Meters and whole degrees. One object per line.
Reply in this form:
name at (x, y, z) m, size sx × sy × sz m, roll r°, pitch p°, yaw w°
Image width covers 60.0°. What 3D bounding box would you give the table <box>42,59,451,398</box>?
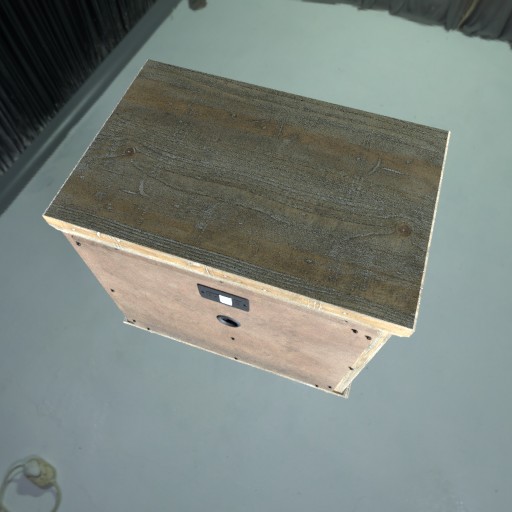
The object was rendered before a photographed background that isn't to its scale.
table at (0.000, 0.000, 1.167) m, size 0.686 × 0.711 × 0.457 m, roll 17°, pitch 63°, yaw 9°
